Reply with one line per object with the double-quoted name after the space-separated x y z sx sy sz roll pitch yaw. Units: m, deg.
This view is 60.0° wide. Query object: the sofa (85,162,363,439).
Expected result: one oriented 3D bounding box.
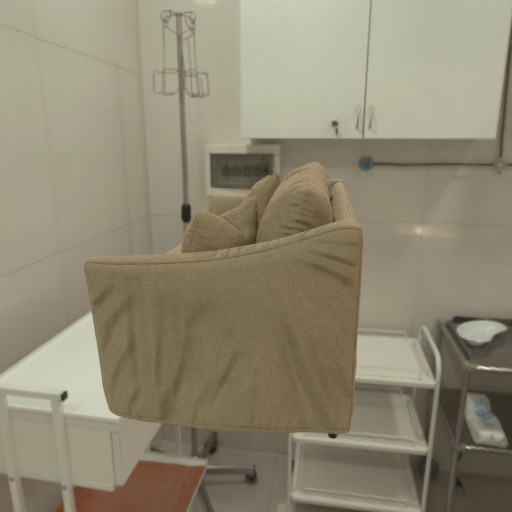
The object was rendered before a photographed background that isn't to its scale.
0.000 0.000 2.599 1.072 1.018 2.010 2 15 9 "sofa"
